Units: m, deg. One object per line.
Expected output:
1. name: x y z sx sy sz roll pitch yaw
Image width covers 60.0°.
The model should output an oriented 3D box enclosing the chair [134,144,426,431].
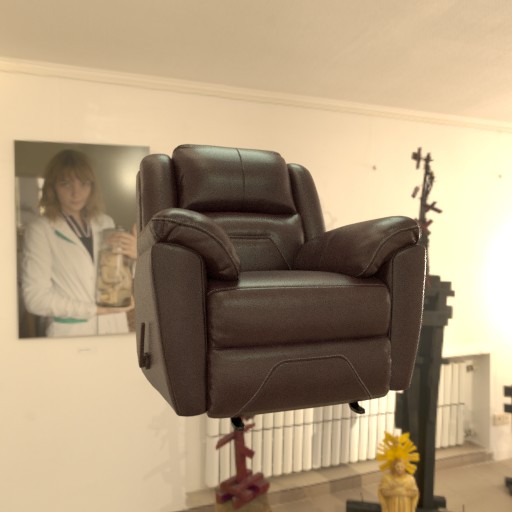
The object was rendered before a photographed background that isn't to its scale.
1. chair: 0.000 0.000 1.876 0.990 1.093 1.041 0 0 -19
